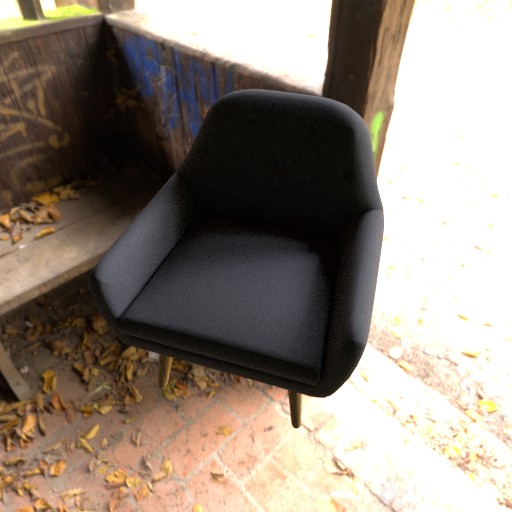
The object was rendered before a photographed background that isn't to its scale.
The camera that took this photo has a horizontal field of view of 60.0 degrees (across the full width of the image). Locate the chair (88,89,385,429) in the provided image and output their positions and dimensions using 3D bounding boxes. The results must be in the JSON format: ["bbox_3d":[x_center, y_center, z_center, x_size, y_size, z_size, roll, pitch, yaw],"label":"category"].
[{"bbox_3d":[0.000,0.000,1.452,0.770,0.800,0.779,12,44,13],"label":"chair"}]
